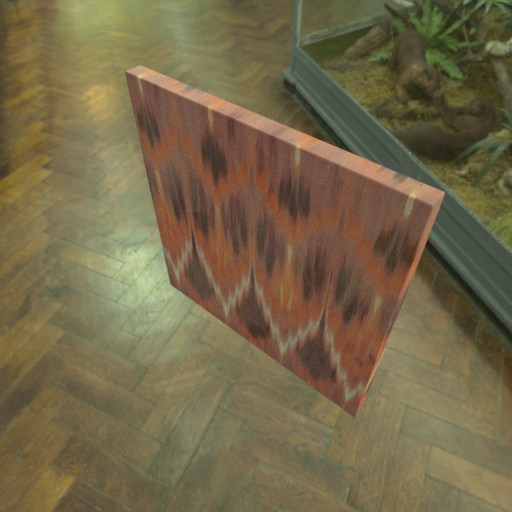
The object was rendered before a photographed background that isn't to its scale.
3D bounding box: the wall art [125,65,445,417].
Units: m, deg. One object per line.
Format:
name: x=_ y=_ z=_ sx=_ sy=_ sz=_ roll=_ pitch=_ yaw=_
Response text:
wall art: x=0.000 y=0.000 z=0.911 sx=0.603 sy=0.609 sz=0.037 roll=31 pitch=54 yaw=26
